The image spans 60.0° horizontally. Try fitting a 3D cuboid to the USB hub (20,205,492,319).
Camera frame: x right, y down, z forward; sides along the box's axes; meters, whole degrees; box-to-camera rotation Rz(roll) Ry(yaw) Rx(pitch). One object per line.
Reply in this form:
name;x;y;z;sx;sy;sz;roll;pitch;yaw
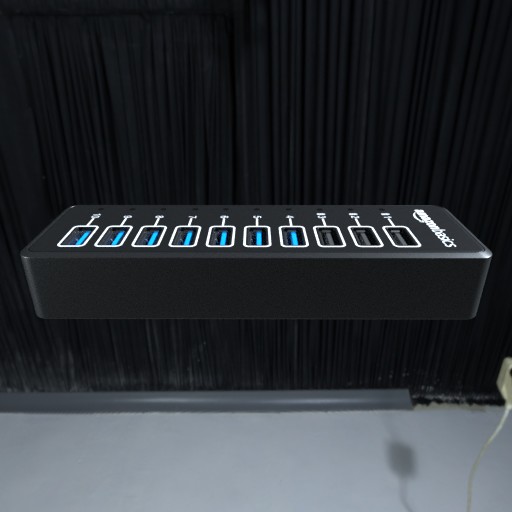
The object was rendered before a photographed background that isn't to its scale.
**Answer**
USB hub;0.000;0.000;0.157;0.145;0.023;0.044;0;27;0
